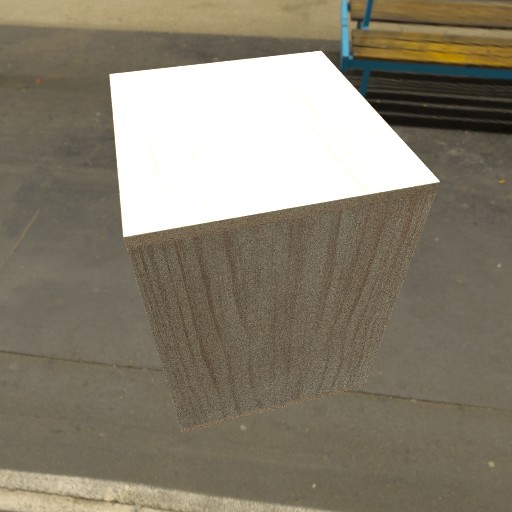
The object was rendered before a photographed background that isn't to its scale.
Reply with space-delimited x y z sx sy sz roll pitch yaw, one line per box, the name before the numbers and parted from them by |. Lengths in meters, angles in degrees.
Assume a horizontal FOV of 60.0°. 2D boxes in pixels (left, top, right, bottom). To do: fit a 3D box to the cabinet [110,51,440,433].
cabinet | 0.000 0.000 0.853 0.401 0.579 0.409 -11 47 -10
